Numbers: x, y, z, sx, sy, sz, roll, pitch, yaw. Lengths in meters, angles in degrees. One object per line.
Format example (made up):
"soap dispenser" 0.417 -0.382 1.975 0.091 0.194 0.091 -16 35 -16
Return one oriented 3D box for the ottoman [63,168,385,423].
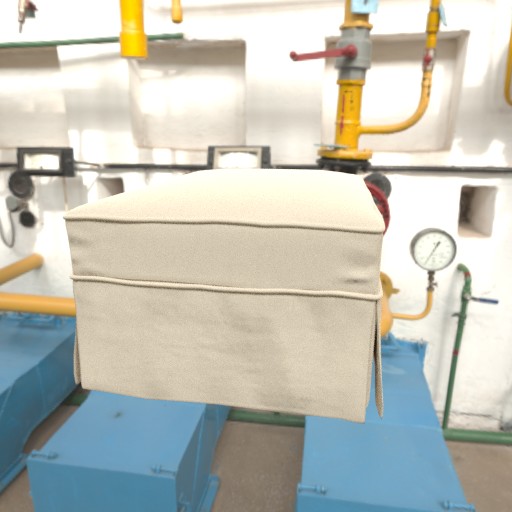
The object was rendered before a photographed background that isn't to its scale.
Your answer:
"ottoman" 0.000 0.000 1.320 0.703 0.479 0.944 3 16 10
